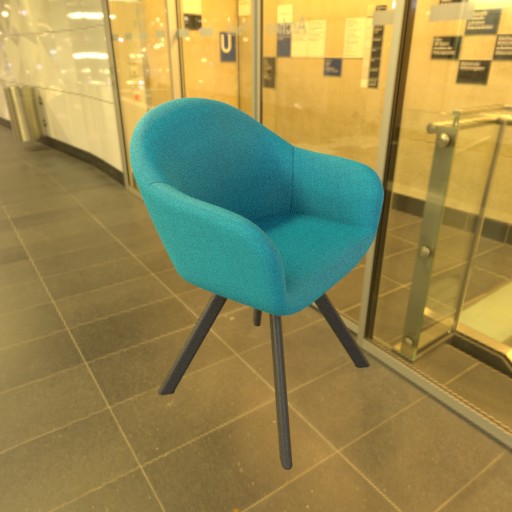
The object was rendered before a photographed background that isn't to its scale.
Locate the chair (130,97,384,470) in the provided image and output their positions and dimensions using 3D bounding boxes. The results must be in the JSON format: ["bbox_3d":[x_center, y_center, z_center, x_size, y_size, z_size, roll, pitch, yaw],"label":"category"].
[{"bbox_3d":[0.000,0.000,1.214,0.550,0.795,0.590,17,30,32],"label":"chair"}]
